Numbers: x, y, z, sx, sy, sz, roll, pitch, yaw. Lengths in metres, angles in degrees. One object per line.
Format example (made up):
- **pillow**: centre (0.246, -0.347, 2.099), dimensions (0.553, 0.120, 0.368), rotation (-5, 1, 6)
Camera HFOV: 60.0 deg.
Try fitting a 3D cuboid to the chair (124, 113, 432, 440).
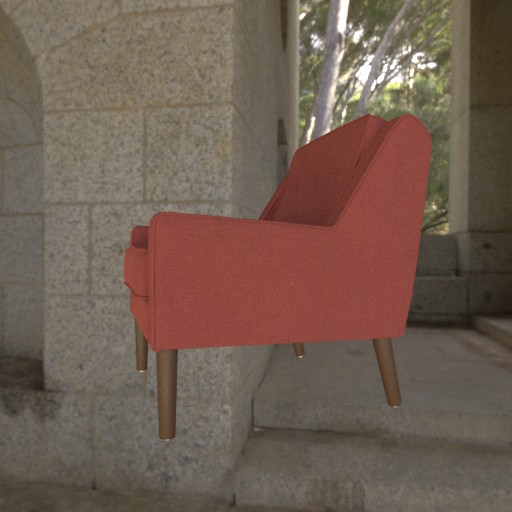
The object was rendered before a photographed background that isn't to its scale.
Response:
- **chair**: centre (0.000, 0.000, 1.380), dimensions (0.770, 0.812, 0.680), rotation (0, 1, -20)
